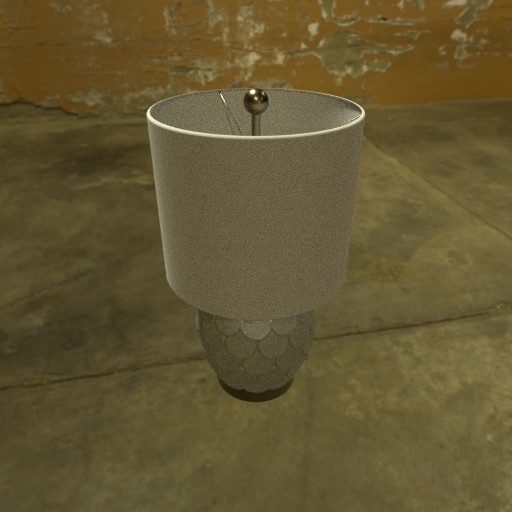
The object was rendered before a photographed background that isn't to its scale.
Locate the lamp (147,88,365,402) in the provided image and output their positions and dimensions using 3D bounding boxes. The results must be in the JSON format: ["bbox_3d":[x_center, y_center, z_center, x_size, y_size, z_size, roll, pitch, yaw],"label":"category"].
[{"bbox_3d":[0.000,0.000,0.629,0.254,0.452,0.254,0,31,0],"label":"lamp"}]
